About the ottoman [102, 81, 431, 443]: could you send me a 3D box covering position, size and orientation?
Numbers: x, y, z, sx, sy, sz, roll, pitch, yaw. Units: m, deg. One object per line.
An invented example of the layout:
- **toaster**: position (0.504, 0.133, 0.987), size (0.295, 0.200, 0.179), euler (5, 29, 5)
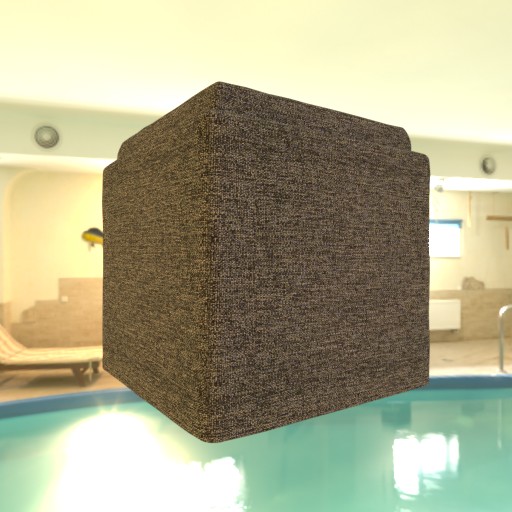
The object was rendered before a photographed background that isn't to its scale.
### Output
- **ottoman**: position (0.000, 0.000, 0.821), size (0.450, 0.463, 0.450), euler (0, 0, -35)
